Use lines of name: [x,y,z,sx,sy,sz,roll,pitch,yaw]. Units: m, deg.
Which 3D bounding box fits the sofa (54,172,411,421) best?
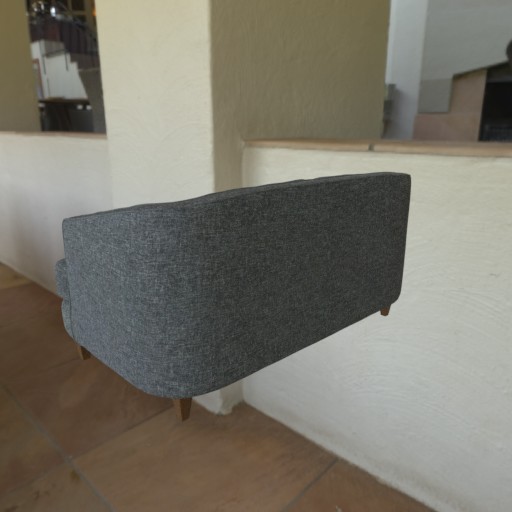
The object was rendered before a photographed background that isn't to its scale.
sofa: [0.000,0.000,2.278,1.733,0.855,0.941,-15,22,-41]
